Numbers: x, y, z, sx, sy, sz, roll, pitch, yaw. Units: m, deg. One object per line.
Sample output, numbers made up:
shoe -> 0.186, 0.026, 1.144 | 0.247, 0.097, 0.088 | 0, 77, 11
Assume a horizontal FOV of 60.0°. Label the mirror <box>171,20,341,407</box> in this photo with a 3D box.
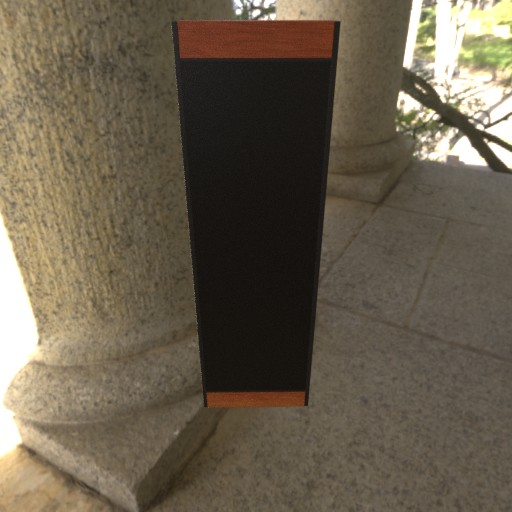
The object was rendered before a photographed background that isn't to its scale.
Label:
mirror -> 0.000, 0.000, 1.196 | 0.343, 1.123, 0.047 | 0, 30, -1
